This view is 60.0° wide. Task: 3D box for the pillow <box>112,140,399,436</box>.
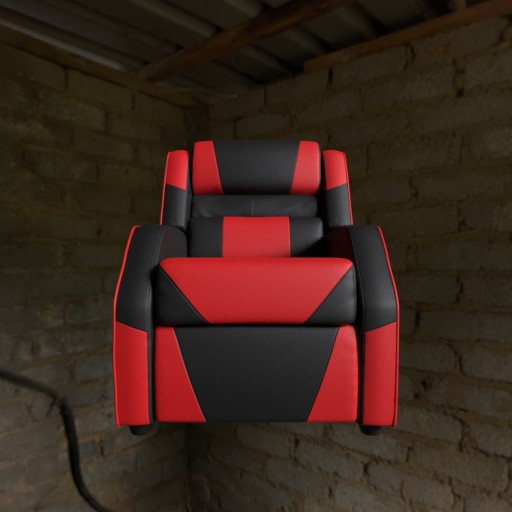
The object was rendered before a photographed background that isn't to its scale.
[{"bbox_3d":[0.000,0.000,1.262,0.620,0.805,0.672,0,0,0],"label":"pillow"}]
